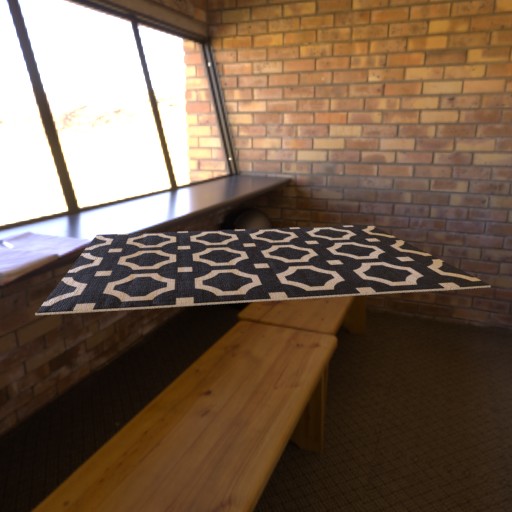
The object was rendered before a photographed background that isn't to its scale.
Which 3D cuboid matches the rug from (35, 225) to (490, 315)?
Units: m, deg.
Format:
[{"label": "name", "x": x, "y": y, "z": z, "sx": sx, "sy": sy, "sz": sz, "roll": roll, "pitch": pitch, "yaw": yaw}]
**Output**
[{"label": "rug", "x": 0.000, "y": 0.000, "z": 2.921, "sx": 2.286, "sy": 0.016, "sz": 1.555, "roll": -3, "pitch": 16, "yaw": -9}]
